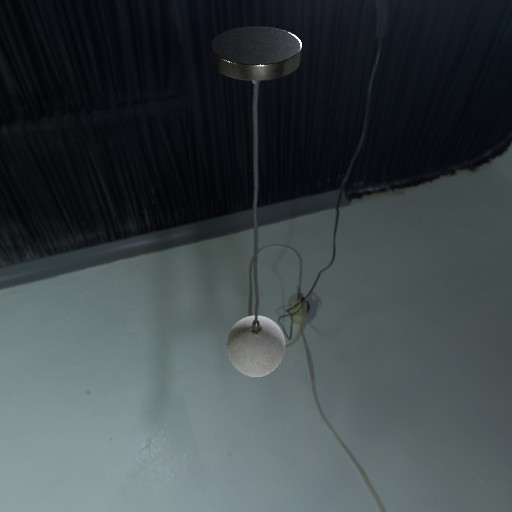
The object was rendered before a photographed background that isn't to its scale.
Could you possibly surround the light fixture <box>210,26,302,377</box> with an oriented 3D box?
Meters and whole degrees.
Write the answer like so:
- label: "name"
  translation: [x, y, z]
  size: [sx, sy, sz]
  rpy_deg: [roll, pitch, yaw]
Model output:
- label: "light fixture"
  translation: [0.000, 0.000, 0.819]
  size: [0.139, 0.764, 0.139]
  rpy_deg: [-18, 50, -15]
